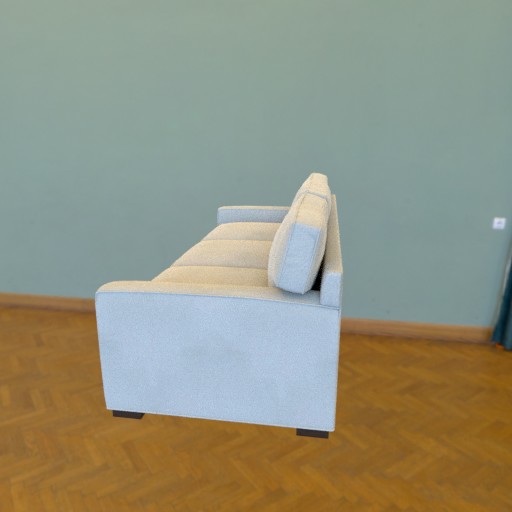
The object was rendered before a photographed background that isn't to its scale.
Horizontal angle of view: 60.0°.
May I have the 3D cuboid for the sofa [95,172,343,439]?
[{"bbox_3d":[0.000,0.000,2.633,0.935,0.862,2.088,2,16,9],"label":"sofa"}]
